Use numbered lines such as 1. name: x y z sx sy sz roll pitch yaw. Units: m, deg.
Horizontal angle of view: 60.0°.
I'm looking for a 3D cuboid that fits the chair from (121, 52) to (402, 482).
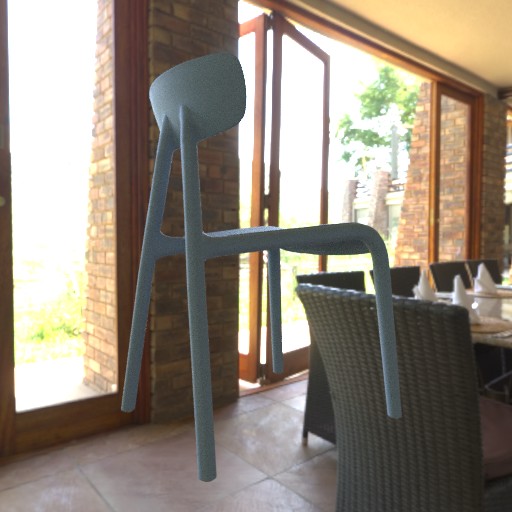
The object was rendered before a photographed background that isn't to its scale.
1. chair: 0.000 0.000 0.812 0.401 0.580 0.356 -1 2 -36
